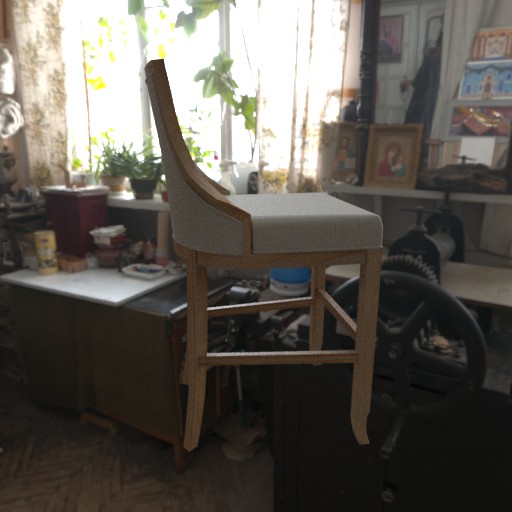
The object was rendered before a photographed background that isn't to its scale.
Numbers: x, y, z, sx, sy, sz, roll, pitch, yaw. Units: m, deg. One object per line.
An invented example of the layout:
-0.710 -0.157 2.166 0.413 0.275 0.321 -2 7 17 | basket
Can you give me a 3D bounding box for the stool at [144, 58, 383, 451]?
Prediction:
0.000 0.000 1.427 0.626 1.101 0.524 -3 16 -9 | stool
